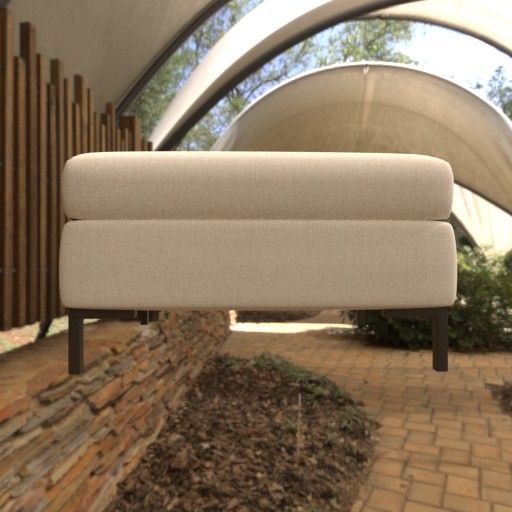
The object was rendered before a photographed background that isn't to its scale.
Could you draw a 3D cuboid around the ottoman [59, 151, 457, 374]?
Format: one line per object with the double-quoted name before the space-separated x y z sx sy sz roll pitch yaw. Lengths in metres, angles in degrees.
"ottoman" 0.000 0.000 1.167 0.794 0.453 0.657 0 0 -2
